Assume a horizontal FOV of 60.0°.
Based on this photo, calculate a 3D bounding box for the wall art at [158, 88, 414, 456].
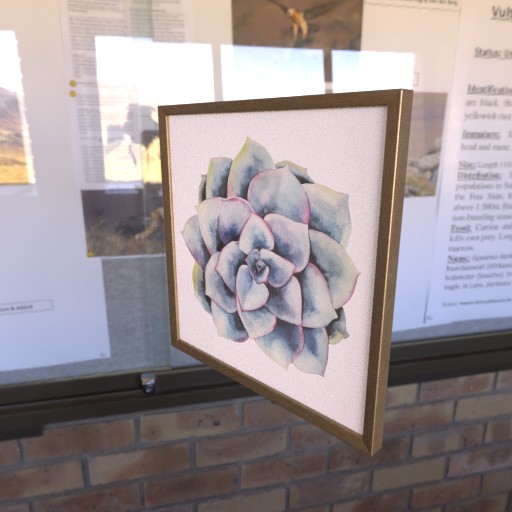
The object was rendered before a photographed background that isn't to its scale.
[{"bbox_3d":[0.000,0.000,0.759,0.503,0.506,0.030,15,21,43],"label":"wall art"}]
